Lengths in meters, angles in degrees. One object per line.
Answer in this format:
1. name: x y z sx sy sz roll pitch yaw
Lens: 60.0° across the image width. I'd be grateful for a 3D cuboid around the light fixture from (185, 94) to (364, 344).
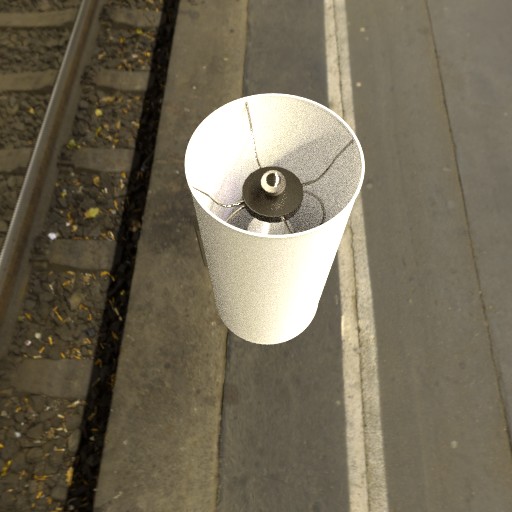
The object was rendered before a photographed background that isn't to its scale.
1. light fixture: 0.000 0.000 0.540 0.128 0.462 0.208 -17 65 -9
